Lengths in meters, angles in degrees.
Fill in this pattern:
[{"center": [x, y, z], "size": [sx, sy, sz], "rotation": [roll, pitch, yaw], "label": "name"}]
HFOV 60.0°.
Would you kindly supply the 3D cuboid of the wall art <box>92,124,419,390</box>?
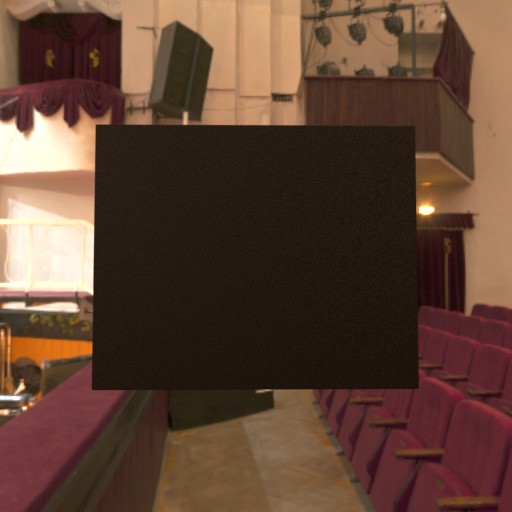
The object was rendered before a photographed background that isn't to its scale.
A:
[{"center": [0.000, 0.000, 0.775], "size": [0.558, 0.457, 0.031], "rotation": [0, -2, -1], "label": "wall art"}]
